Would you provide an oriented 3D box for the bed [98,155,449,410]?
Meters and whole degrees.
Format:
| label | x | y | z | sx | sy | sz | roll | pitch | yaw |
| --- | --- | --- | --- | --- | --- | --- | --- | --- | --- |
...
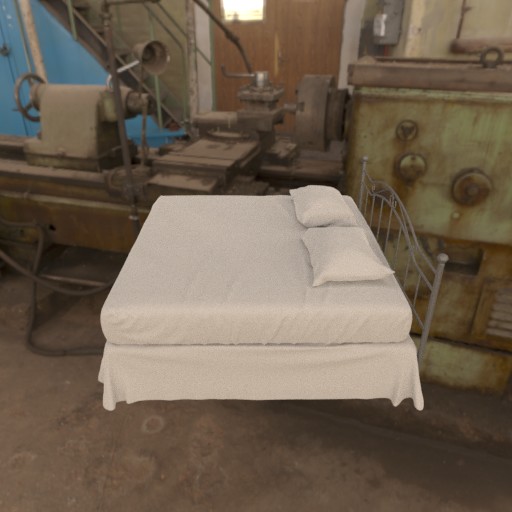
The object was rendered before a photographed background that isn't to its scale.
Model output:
| label | x | y | z | sx | sy | sz | roll | pitch | yaw |
| --- | --- | --- | --- | --- | --- | --- | --- | --- | --- |
| bed | 0.000 | 0.000 | 3.617 | 2.220 | 1.080 | 2.309 | 0 | 29 | 0 |
